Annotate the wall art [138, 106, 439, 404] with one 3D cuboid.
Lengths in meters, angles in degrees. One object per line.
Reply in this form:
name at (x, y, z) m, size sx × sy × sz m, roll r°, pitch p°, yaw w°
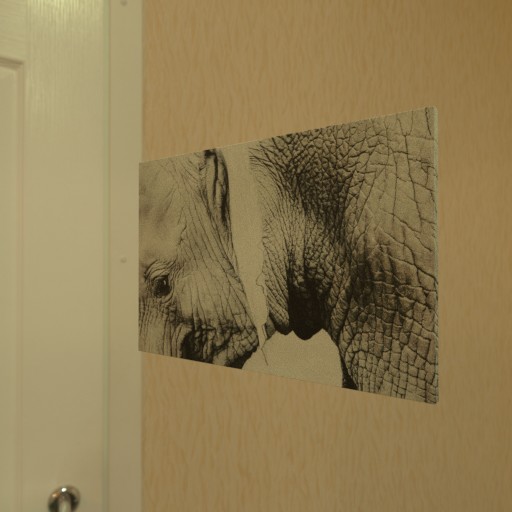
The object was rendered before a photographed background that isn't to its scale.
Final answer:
wall art at (0.000, 0.000, 1.470) m, size 1.141 × 0.758 × 0.035 m, roll 0°, pitch -1°, yaw 36°
